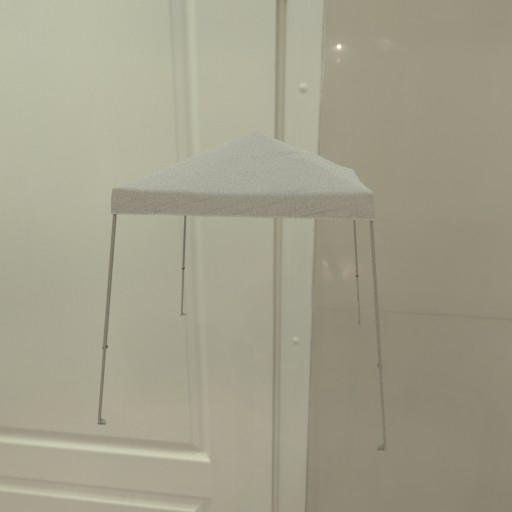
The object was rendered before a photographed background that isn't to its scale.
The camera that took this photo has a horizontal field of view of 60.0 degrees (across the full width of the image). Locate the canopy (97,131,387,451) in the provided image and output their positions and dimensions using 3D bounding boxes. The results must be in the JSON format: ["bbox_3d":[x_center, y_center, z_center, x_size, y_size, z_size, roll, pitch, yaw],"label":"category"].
[{"bbox_3d":[0.000,0.000,5.260,2.849,2.849,2.848,2,16,8],"label":"canopy"}]
